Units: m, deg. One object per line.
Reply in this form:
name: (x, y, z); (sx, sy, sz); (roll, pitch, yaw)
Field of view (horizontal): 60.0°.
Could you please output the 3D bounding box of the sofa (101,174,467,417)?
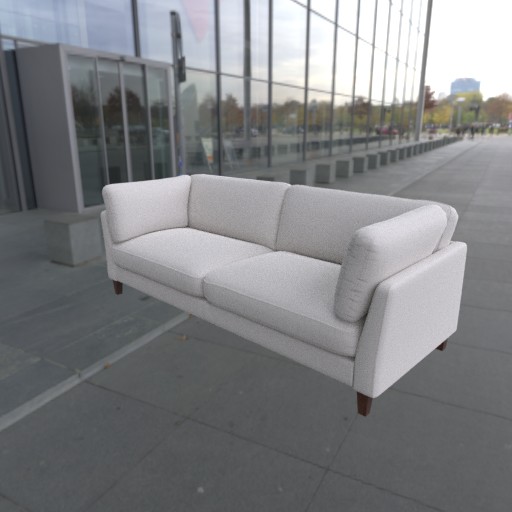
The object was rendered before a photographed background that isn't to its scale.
sofa: (0.000, 0.000, 2.832); (2.301, 0.863, 0.957); (15, 22, 42)
